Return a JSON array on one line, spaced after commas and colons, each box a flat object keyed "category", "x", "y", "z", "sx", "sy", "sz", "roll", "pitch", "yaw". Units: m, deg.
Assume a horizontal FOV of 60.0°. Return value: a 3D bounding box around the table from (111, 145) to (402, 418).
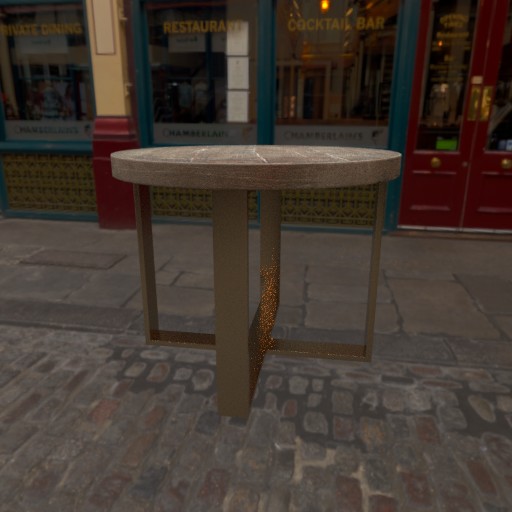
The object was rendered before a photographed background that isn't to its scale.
[{"category": "table", "x": 0.000, "y": 0.000, "z": 0.952, "sx": 0.557, "sy": 0.437, "sz": 0.557, "roll": 0, "pitch": 17, "yaw": 0}]
